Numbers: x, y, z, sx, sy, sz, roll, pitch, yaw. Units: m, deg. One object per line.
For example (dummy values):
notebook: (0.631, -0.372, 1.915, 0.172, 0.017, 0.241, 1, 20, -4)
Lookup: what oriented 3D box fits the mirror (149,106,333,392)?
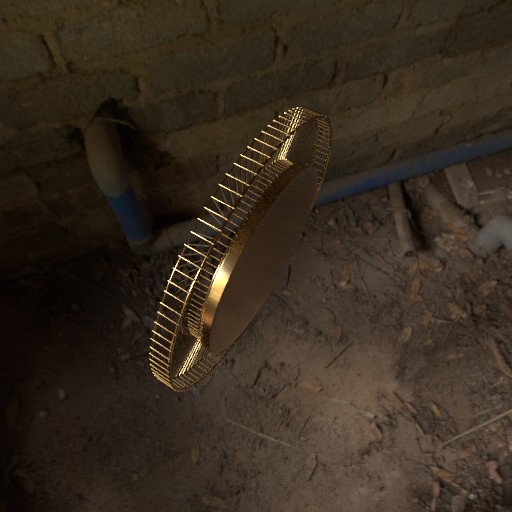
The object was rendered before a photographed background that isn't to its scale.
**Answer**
mirror: (0.000, 0.000, 1.055, 0.067, 0.703, 0.703, 29, 67, 14)
